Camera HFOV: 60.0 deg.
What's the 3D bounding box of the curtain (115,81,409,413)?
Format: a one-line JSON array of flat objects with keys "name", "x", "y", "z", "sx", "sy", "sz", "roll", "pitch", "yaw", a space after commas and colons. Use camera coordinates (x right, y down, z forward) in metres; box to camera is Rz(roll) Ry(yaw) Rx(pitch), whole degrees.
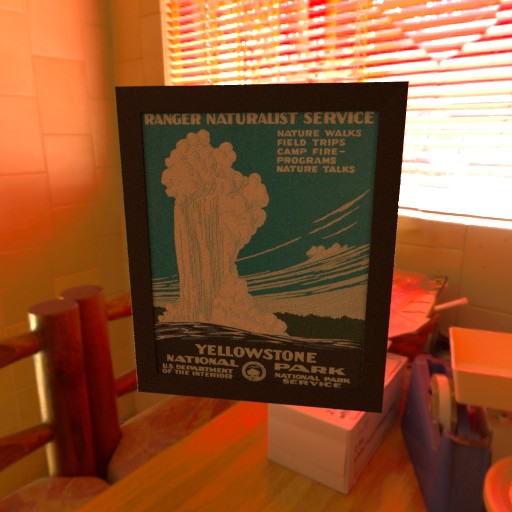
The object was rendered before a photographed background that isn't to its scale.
[{"name": "curtain", "x": 0.000, "y": 0.000, "z": 0.807, "sx": 0.483, "sy": 0.585, "sz": 0.027, "roll": 2, "pitch": 15, "yaw": 9}]
